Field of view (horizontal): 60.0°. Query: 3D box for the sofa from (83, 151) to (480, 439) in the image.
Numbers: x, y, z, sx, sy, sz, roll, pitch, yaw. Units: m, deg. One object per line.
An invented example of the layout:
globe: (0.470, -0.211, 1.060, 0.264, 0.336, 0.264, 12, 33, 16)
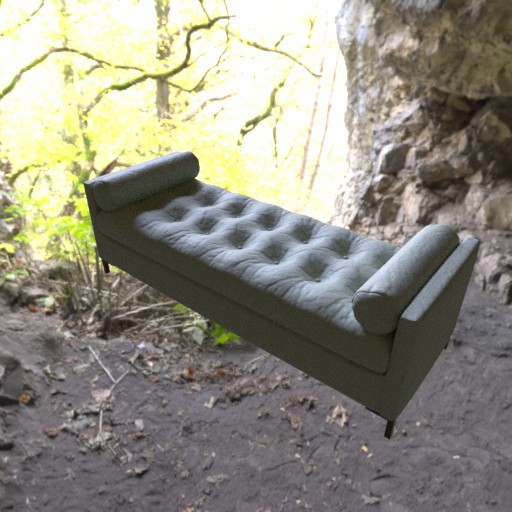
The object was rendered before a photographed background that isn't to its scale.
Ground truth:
sofa: (0.000, 0.000, 2.512, 2.102, 0.705, 0.796, 23, 38, 32)
